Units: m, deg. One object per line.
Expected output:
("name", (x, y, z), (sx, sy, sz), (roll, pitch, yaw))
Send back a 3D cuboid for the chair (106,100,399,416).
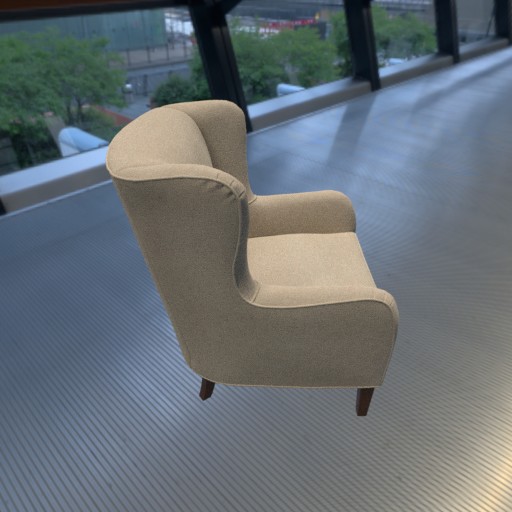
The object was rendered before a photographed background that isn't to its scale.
("chair", (0.000, 0.000, 1.782), (0.966, 1.040, 0.838), (0, 33, -1))
